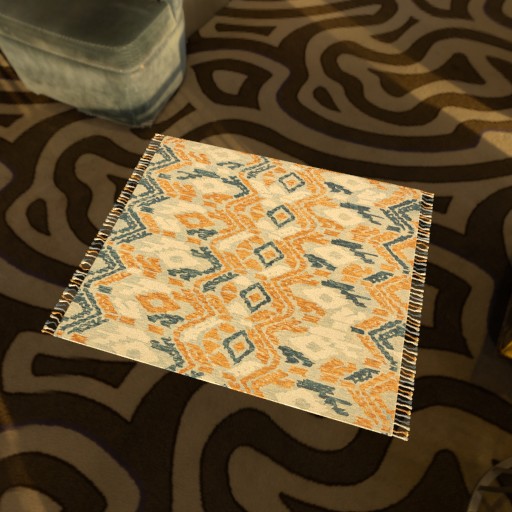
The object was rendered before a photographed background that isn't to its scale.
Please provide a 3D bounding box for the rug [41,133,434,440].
[{"bbox_3d":[0.000,0.000,4.095,3.048,0.010,2.439,14,60,8],"label":"rug"}]
